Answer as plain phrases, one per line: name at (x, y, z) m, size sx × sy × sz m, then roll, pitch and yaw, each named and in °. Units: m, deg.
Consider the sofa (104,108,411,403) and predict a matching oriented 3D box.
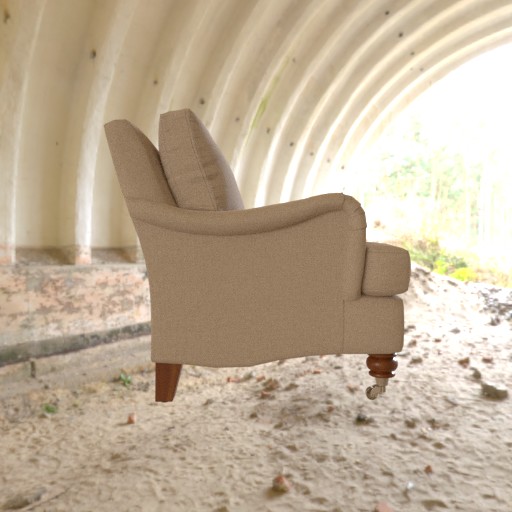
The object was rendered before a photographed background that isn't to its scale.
sofa at (0.000, 0.000, 2.235) m, size 1.087 × 1.048 × 1.508 m, roll 0°, pitch 0°, yaw -1°
